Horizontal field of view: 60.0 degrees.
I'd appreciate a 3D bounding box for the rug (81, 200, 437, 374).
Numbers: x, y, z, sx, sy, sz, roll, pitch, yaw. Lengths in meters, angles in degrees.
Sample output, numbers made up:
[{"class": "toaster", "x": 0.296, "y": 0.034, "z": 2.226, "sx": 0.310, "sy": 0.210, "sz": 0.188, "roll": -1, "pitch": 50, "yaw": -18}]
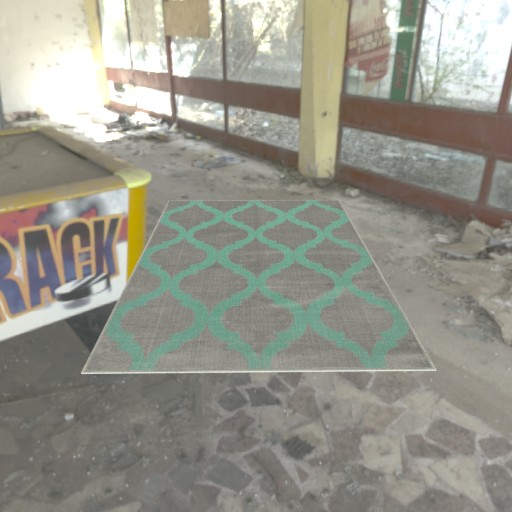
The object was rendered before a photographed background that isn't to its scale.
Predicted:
[{"class": "rug", "x": 0.000, "y": 0.000, "z": 2.928, "sx": 1.524, "sy": 0.006, "sz": 2.286, "roll": 0, "pitch": 26, "yaw": -1}]
